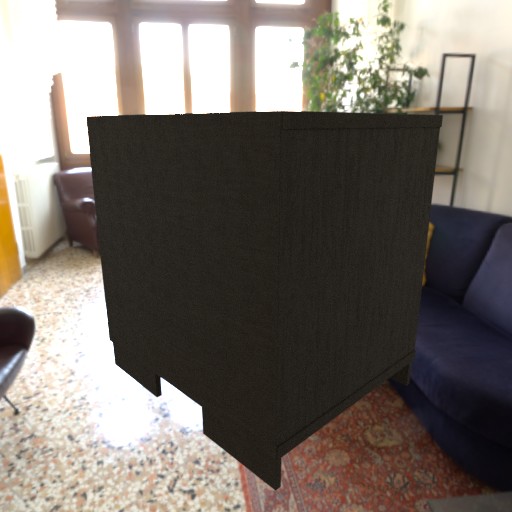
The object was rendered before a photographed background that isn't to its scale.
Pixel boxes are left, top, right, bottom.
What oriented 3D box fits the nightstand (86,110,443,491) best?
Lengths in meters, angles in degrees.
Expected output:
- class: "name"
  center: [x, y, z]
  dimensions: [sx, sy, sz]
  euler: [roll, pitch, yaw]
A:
- class: "nightstand"
  center: [0.000, 0.000, 0.741]
  dimensions: [0.347, 0.448, 0.427]
  euler: [-16, 23, -42]
